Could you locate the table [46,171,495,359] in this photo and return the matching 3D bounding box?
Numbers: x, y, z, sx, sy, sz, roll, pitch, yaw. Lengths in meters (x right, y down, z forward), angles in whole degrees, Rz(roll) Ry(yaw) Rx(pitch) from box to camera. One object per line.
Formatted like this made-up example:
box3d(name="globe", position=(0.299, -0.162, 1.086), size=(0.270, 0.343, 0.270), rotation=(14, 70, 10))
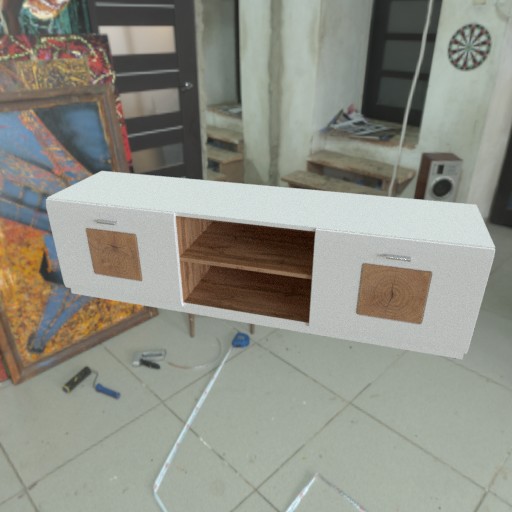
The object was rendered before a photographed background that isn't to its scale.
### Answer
box3d(name="table", position=(0.000, 0.000, 1.727), size=(1.550, 0.440, 0.400), rotation=(7, 28, 14))
